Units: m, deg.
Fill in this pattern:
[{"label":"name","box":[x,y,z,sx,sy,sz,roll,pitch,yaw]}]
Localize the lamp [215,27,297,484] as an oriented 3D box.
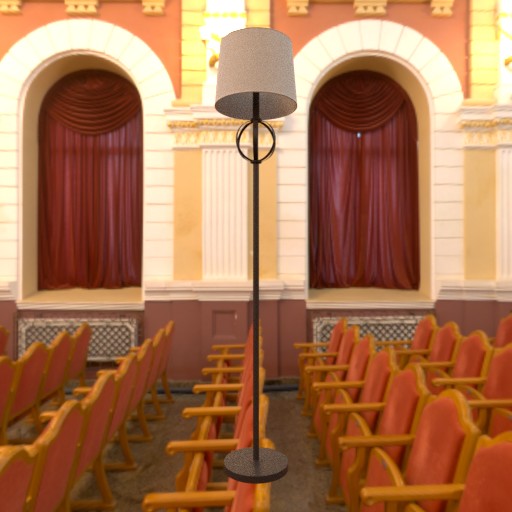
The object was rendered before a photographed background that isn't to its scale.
[{"label":"lamp","box":[0.000,0.000,1.537,0.286,1.462,0.286,0,0,0]}]
